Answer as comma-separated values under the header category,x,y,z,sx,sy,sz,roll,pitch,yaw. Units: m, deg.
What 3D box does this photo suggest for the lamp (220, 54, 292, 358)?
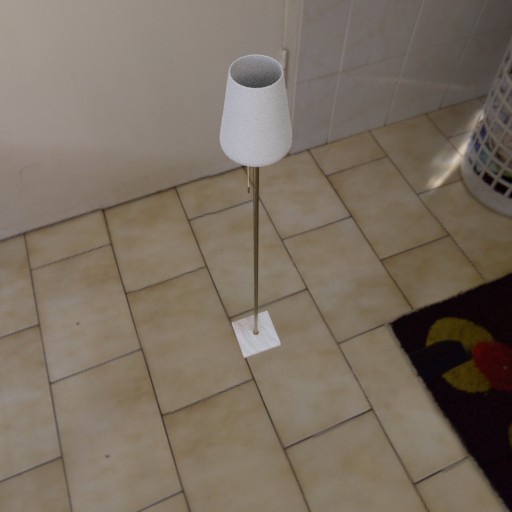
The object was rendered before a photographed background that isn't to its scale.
category,x,y,z,sx,sy,sz,roll,pitch,yaw
lamp,0.000,0.000,1.913,0.232,1.813,0.229,-17,60,-10
